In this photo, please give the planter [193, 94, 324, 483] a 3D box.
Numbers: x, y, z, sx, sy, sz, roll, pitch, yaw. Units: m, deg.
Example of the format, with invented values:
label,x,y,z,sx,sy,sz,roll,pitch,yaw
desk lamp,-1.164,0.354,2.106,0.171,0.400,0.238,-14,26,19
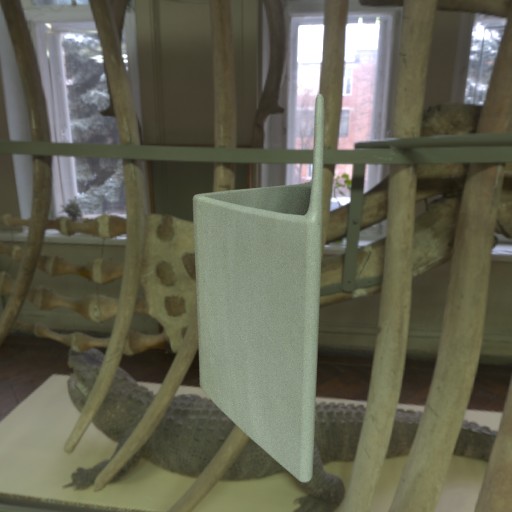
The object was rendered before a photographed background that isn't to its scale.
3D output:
label,x,y,z,sx,sy,sz,roll,pitch,yaw
planter,0.000,0.000,0.282,0.080,0.194,0.163,2,15,7
